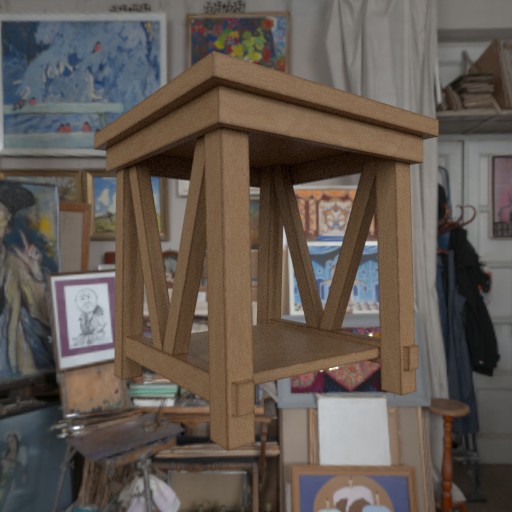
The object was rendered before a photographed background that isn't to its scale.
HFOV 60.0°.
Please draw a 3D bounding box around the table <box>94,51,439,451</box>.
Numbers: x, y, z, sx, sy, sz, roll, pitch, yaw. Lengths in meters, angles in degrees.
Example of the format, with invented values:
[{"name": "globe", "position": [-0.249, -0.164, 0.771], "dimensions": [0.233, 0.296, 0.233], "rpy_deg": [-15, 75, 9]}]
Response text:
[{"name": "table", "position": [0.000, 0.000, 1.106], "dimensions": [0.610, 0.638, 0.612], "rpy_deg": [-1, 1, -36]}]
